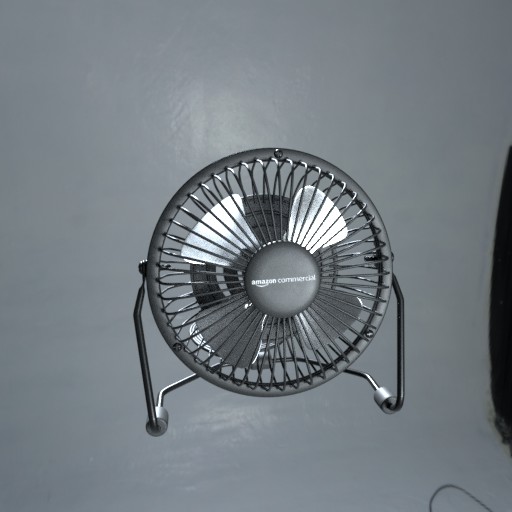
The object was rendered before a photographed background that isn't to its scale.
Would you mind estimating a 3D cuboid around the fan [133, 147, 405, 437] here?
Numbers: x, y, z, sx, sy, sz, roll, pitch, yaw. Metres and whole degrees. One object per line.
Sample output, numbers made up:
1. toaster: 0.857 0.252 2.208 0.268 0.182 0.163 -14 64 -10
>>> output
1. fan: 0.000 0.000 0.311 0.153 0.152 0.202 -2 16 -8
